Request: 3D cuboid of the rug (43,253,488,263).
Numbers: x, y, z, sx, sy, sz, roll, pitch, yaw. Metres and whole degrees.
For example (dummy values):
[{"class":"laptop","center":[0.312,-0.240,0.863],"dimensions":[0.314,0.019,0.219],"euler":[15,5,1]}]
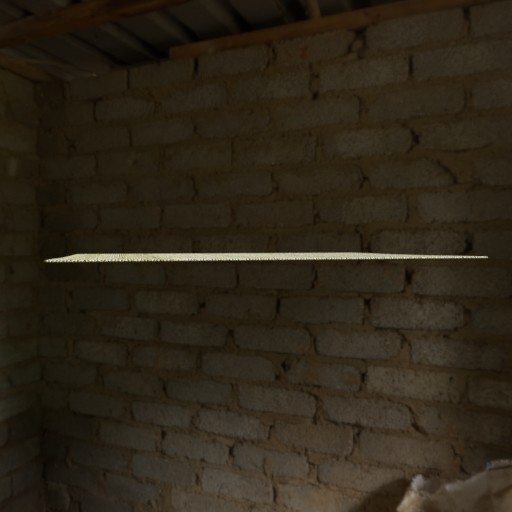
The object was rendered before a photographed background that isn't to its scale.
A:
[{"class":"rug","center":[0.000,0.000,2.195],"dimensions":[1.758,0.010,1.143],"euler":[0,1,-17]}]
